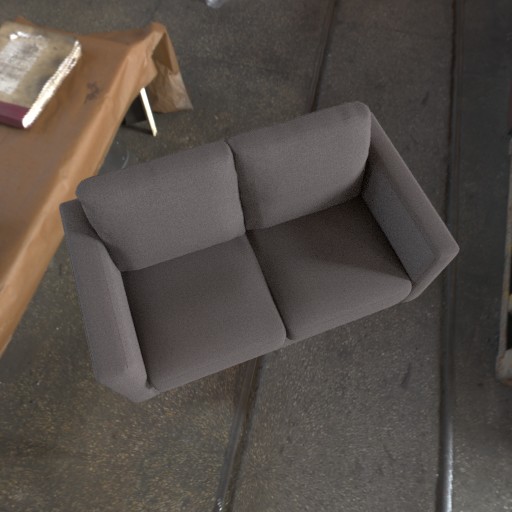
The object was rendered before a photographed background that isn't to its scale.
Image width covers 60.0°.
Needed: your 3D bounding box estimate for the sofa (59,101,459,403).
[{"bbox_3d":[0.000,0.000,1.955,1.430,0.908,0.796,-19,66,-9],"label":"sofa"}]
